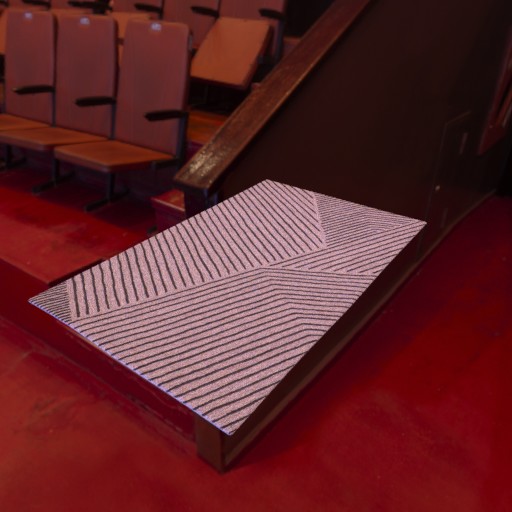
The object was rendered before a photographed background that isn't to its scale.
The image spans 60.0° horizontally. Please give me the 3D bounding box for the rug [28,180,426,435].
[{"bbox_3d":[0.000,0.000,3.018,1.539,0.023,2.406,21,37,31],"label":"rug"}]
